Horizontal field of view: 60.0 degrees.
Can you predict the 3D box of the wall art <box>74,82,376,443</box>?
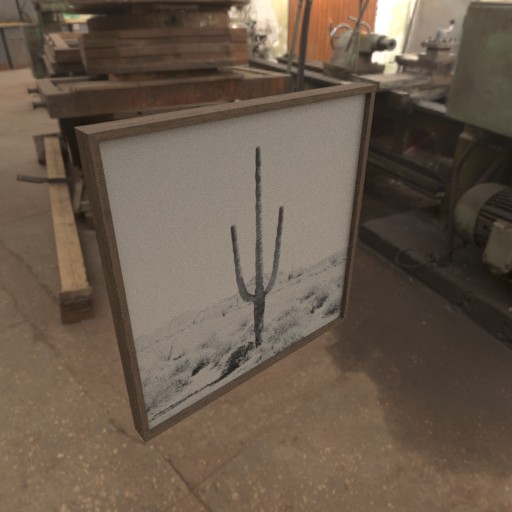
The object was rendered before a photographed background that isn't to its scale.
[{"bbox_3d":[0.000,0.000,0.759,0.508,0.508,0.038,-23,37,-34],"label":"wall art"}]
